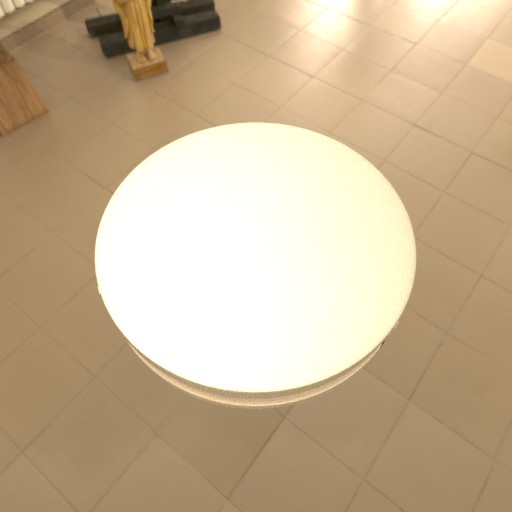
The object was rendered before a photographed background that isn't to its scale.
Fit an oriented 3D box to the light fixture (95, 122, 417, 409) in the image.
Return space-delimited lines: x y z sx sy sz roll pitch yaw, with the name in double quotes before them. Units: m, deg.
"light fixture" 0.000 0.000 0.538 0.356 0.102 0.356 0 58 0
